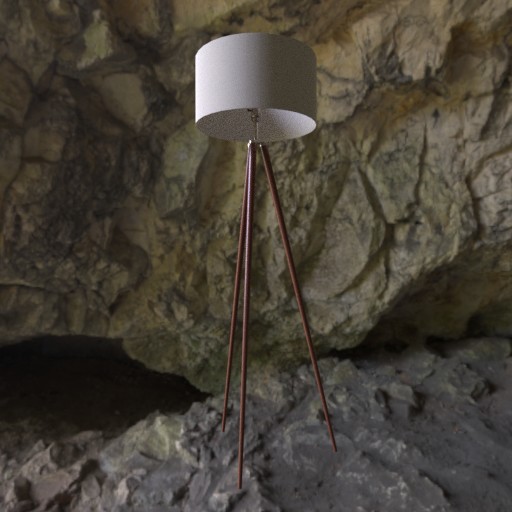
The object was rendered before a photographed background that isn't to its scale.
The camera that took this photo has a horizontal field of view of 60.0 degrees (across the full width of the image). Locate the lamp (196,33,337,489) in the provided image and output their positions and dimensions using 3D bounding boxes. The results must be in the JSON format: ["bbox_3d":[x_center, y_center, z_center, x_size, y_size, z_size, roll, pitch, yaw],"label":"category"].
[{"bbox_3d":[0.000,0.000,1.785,0.483,1.553,0.483,0,1,-37],"label":"lamp"}]
